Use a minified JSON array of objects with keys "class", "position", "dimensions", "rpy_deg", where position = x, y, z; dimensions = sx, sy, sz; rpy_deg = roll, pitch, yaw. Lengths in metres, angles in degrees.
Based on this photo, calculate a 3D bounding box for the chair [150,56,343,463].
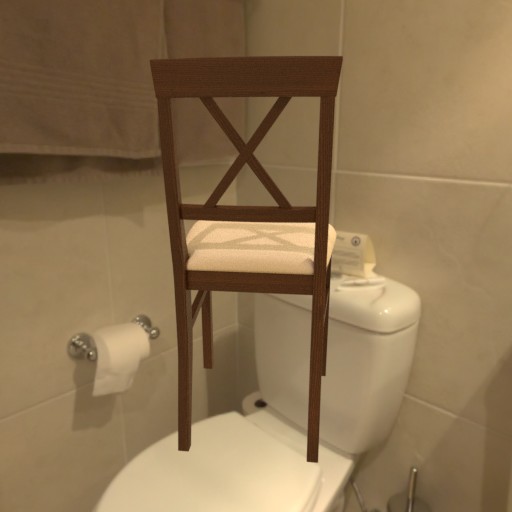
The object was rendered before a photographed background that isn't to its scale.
[{"class":"chair","position":[0.000,0.000,1.179],"dimensions":[0.440,0.913,0.480],"rpy_deg":[2,16,7]}]
